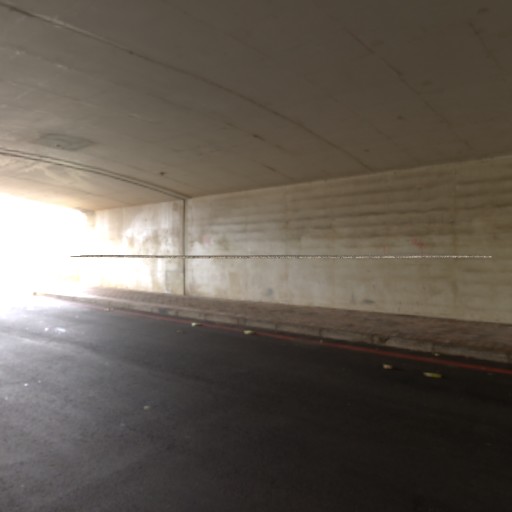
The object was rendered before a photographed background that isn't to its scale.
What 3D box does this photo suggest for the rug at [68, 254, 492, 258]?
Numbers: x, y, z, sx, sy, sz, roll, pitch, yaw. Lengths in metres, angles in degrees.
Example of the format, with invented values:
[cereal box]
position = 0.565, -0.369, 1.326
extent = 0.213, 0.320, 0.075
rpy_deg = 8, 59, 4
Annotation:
[rug]
position = 0.000, 0.000, 4.116
extent = 3.054, 0.030, 2.430
rpy_deg = 0, 0, -17
